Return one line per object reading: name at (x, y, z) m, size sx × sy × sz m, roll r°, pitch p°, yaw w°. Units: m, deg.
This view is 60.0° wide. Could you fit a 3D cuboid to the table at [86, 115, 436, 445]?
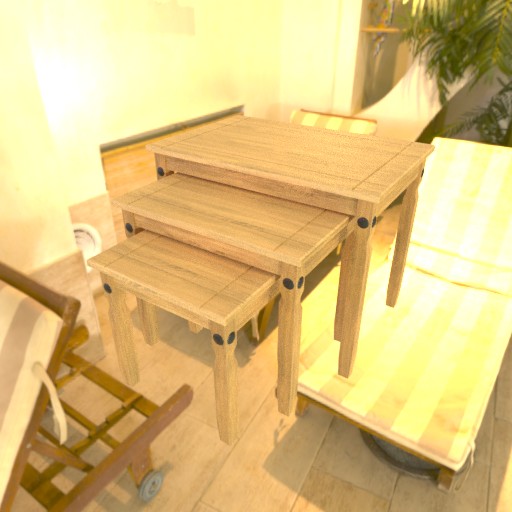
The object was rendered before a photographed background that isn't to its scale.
table at (0.000, 0.000, 1.216) m, size 0.660 × 0.535 × 0.773 m, roll 18°, pitch 35°, yaw 29°
